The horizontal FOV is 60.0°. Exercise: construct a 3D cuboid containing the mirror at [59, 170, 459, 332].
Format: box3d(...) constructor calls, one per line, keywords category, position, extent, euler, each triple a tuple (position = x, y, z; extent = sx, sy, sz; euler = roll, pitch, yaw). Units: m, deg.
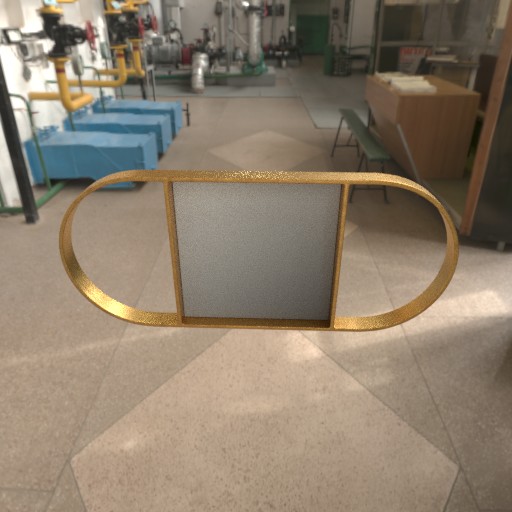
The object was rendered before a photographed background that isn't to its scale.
box3d(category="mirror", position=(0.000, 0.000, 0.666), extent=(0.584, 0.254, 0.032), euler=(1, 29, 2))
